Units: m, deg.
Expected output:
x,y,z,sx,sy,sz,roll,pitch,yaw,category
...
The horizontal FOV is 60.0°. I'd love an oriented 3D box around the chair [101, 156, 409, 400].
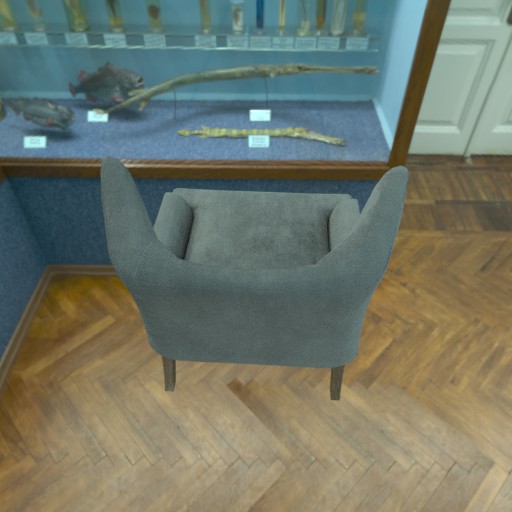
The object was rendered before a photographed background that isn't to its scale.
x,y,z,sx,sy,sz,roll,pitch,yaw,category
0.000,0.000,1.549,0.784,0.950,0.906,2,46,2,chair
